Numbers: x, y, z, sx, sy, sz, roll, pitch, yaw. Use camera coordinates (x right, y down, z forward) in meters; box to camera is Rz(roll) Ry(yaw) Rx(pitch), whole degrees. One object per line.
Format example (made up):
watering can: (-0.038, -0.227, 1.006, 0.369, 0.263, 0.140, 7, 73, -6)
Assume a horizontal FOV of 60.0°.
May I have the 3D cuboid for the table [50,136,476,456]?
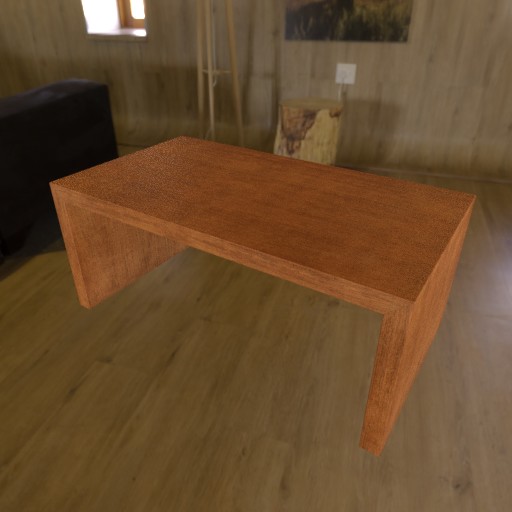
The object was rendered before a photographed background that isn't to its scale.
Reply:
table: (0.000, 0.000, 1.288, 1.000, 0.419, 0.549, 19, 36, 28)
